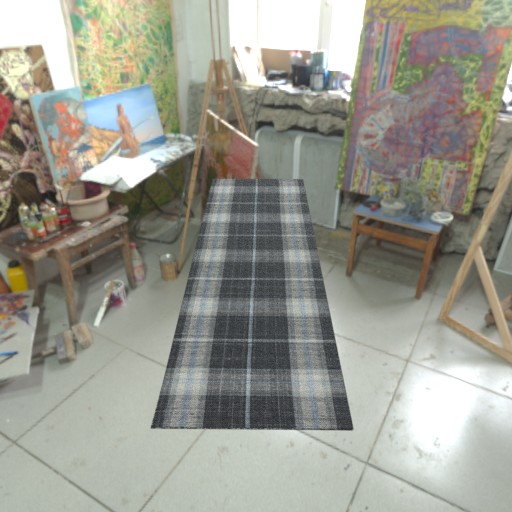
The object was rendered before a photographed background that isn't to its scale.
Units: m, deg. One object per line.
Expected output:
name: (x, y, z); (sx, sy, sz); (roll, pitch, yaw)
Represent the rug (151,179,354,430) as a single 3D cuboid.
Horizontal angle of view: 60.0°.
rug: (0.000, 0.000, 2.679); (0.760, 0.012, 2.434); (0, 32, 1)
